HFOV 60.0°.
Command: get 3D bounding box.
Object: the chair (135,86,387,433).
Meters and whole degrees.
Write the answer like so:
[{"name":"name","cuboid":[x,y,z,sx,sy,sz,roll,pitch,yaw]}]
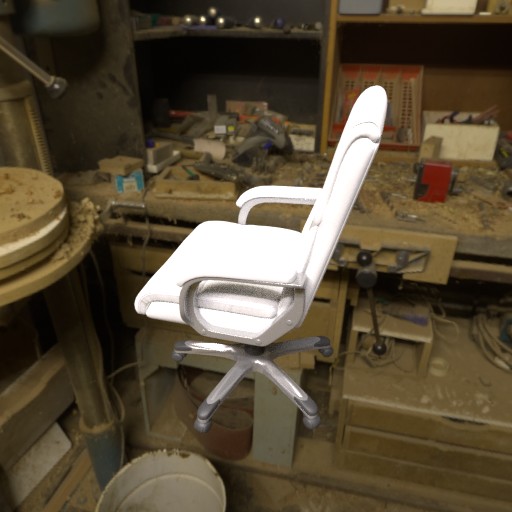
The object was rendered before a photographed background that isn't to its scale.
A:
[{"name":"chair","cuboid":[0.000,0.000,1.550,0.738,1.120,0.687,8,31,13]}]
